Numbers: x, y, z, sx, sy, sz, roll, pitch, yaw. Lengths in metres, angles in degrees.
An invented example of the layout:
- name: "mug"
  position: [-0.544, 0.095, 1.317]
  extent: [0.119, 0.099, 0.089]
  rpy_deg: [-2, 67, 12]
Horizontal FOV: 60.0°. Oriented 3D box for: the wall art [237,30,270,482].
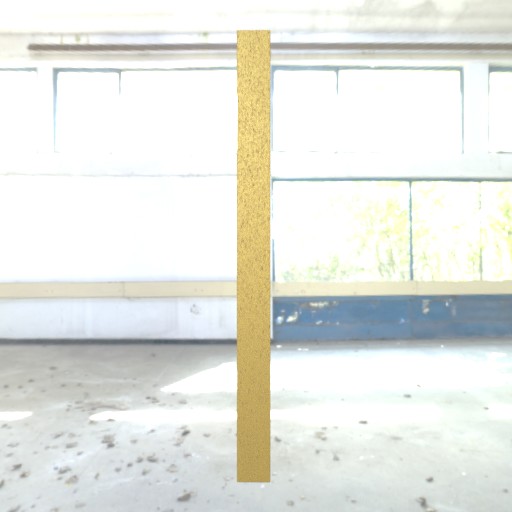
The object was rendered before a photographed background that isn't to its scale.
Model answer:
- name: "wall art"
  position: [0.000, 0.000, 0.897]
  extent: [0.048, 0.642, 0.537]
  rpy_deg: [0, 0, 1]
